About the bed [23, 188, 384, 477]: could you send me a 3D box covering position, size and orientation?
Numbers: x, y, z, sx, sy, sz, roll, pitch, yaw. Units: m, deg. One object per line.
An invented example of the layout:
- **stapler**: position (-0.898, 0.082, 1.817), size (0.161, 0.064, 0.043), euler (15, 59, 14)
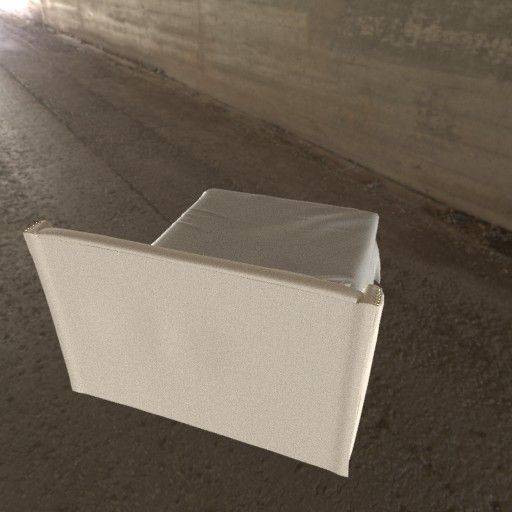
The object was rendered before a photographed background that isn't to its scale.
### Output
- **bed**: position (0.000, 0.000, 3.367), size (1.925, 1.332, 2.276), euler (11, 35, 16)
